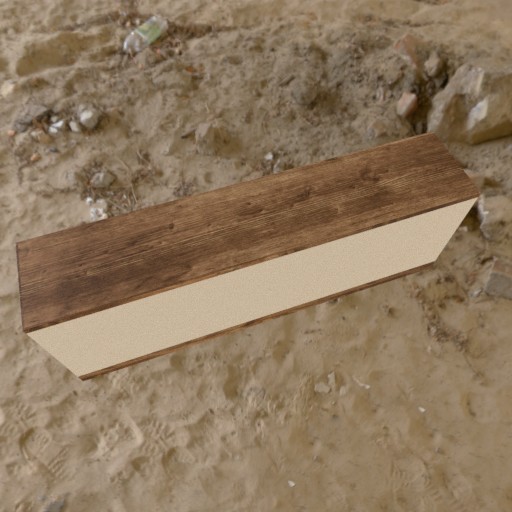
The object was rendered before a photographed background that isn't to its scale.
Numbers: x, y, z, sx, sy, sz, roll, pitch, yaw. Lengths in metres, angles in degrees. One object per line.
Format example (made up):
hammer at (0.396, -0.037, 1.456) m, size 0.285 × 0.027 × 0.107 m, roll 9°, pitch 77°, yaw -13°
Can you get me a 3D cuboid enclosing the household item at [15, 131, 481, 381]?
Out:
household item at (0.000, 0.000, 2.002) m, size 1.800 × 0.615 × 0.390 m, roll -17°, pitch 60°, yaw -10°
